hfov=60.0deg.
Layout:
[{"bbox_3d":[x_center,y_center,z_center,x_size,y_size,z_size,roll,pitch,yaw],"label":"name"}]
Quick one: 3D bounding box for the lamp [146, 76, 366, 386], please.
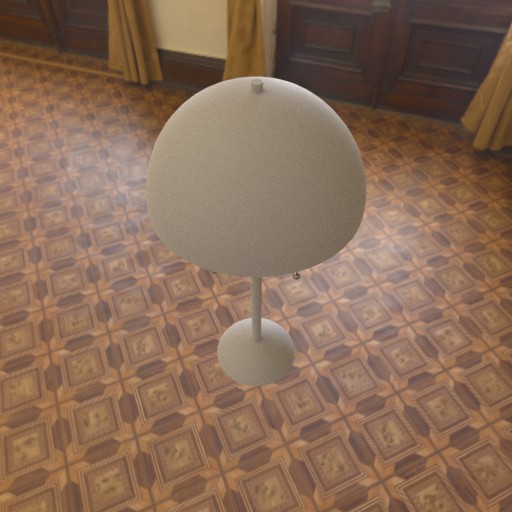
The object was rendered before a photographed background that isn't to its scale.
[{"bbox_3d":[0.000,0.000,0.407,0.171,0.330,0.171,0,47,0],"label":"lamp"}]
